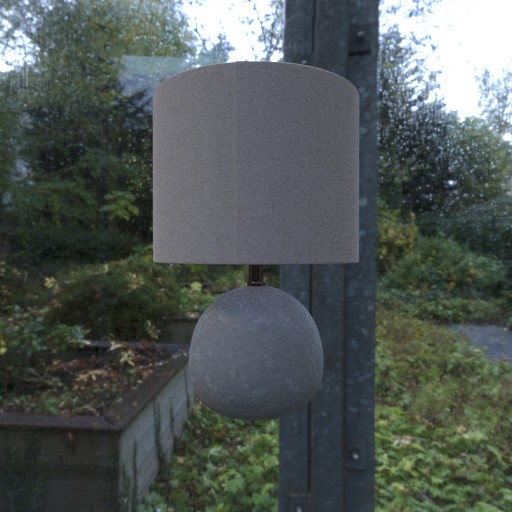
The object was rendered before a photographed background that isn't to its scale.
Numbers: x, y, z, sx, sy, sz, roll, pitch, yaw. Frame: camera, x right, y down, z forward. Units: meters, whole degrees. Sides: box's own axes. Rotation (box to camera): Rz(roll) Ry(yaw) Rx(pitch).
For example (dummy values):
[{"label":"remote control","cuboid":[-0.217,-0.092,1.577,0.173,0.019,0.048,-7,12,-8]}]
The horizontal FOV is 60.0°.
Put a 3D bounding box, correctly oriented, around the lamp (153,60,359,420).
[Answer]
[{"label":"lamp","cuboid":[0.000,0.000,0.595,0.269,0.409,0.269,0,1,18]}]
